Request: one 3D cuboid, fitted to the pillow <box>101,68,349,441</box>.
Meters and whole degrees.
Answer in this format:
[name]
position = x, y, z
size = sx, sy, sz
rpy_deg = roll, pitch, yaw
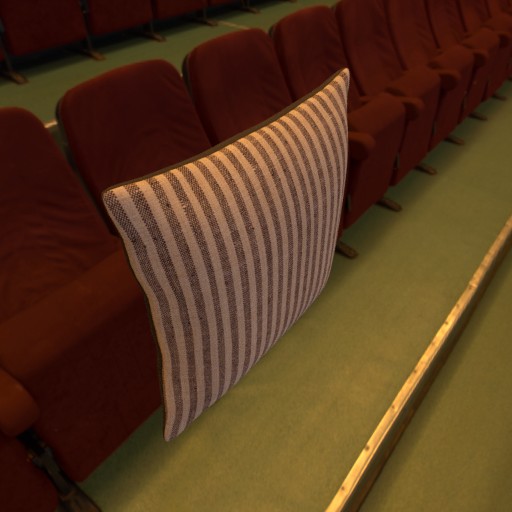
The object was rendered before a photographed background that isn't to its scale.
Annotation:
[pillow]
position = 0.000, 0.000, 0.774
size = 0.166, 0.506, 0.523
rpy_deg = 27, 47, 28
